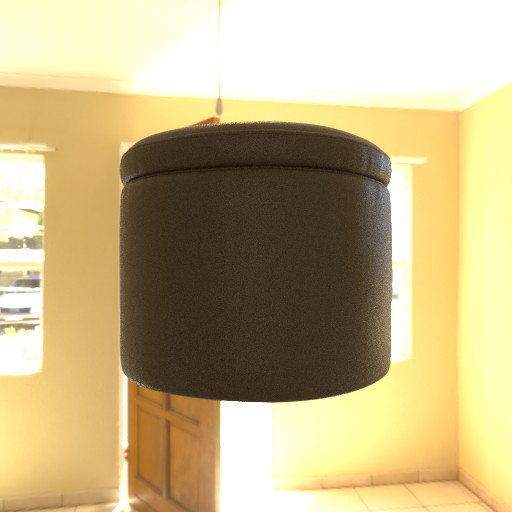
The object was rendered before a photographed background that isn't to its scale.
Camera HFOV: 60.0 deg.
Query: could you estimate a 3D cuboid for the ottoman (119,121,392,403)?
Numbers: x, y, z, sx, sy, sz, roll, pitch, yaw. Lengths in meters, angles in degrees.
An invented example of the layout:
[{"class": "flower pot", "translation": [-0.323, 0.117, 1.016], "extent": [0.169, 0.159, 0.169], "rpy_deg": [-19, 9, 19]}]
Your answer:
[{"class": "ottoman", "translation": [0.000, 0.000, 0.849], "extent": [0.500, 0.409, 0.500], "rpy_deg": [0, 0, 0]}]
